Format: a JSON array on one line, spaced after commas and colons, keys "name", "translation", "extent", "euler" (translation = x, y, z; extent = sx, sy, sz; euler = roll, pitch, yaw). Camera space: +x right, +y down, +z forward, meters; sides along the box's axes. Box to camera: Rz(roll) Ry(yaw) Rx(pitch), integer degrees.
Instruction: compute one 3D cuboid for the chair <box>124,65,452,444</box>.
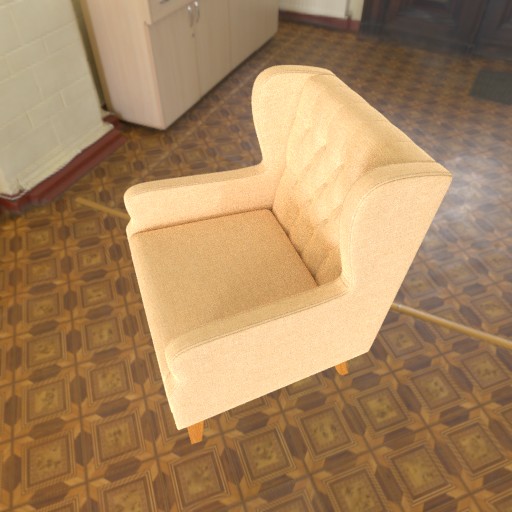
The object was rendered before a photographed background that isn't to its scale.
[{"name": "chair", "translation": [0.000, 0.000, 1.435], "extent": [0.760, 0.930, 0.710], "euler": [-15, 47, -14]}]
